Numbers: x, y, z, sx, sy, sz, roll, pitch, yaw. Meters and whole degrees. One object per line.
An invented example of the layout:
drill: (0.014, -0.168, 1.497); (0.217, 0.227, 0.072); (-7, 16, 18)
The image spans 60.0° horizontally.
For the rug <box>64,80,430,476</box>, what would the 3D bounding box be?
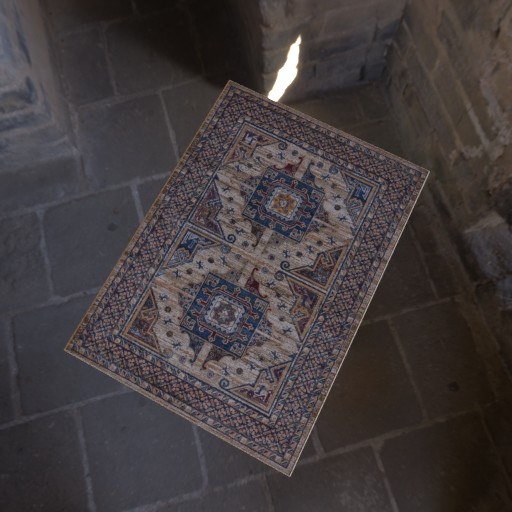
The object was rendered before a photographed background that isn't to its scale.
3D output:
rug: (0.000, 0.000, 2.979); (1.611, 0.008, 2.227); (27, 77, 7)
